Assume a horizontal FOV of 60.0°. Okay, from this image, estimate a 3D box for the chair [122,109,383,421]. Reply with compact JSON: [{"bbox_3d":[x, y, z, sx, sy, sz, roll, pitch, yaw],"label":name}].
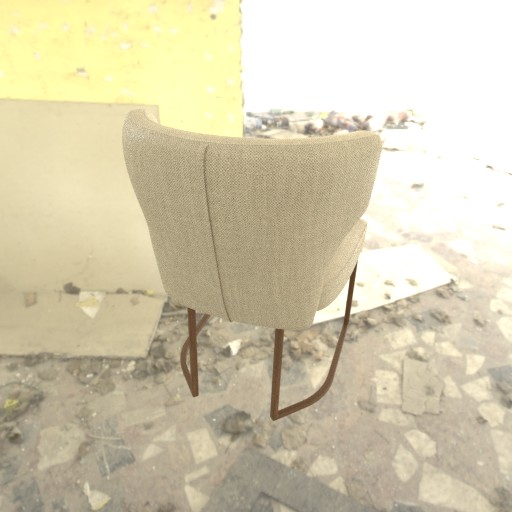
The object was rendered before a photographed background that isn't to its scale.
[{"bbox_3d":[0.000,0.000,1.259,0.611,0.824,0.617,11,33,17],"label":"chair"}]
